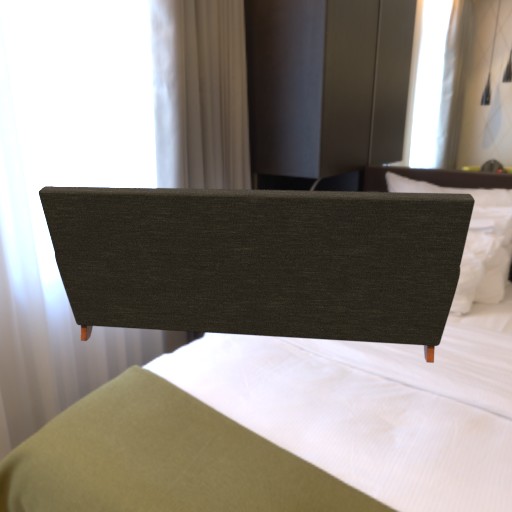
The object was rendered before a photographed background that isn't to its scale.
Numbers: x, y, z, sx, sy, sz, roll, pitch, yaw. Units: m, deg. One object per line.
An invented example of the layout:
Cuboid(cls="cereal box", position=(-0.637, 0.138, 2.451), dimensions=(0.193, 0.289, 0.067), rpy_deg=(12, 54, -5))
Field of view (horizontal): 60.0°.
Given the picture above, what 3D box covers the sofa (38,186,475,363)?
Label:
Cuboid(cls="sofa", position=(0.000, 0.000, 2.441), dimensions=(1.976, 0.846, 0.875), rpy_deg=(2, 17, 7))
